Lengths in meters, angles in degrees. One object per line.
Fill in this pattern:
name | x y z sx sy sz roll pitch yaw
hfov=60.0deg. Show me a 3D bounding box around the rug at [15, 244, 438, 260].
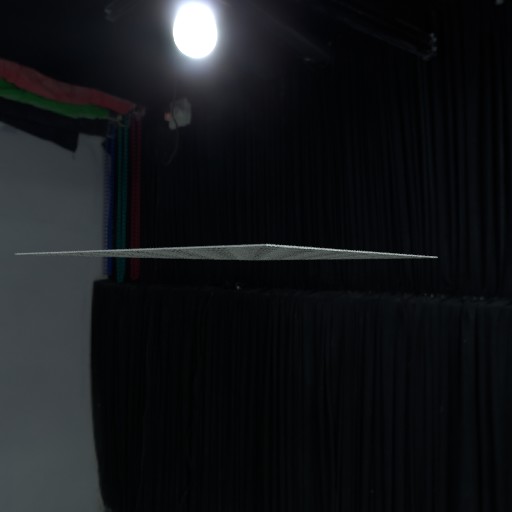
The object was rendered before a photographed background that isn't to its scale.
rug | 0.000 0.000 3.927 2.330 0.010 3.061 -1 -2 36
